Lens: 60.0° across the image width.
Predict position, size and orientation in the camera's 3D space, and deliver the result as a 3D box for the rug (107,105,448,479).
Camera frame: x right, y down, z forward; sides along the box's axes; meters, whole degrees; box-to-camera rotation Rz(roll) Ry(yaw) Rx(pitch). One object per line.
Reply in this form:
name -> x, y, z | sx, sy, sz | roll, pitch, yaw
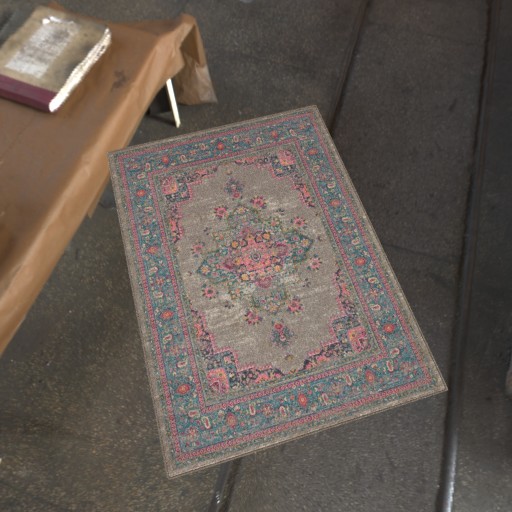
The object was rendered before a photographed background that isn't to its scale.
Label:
rug -> 0.000, 0.000, 2.852 | 1.609, 0.013, 2.214 | -15, 65, -7
